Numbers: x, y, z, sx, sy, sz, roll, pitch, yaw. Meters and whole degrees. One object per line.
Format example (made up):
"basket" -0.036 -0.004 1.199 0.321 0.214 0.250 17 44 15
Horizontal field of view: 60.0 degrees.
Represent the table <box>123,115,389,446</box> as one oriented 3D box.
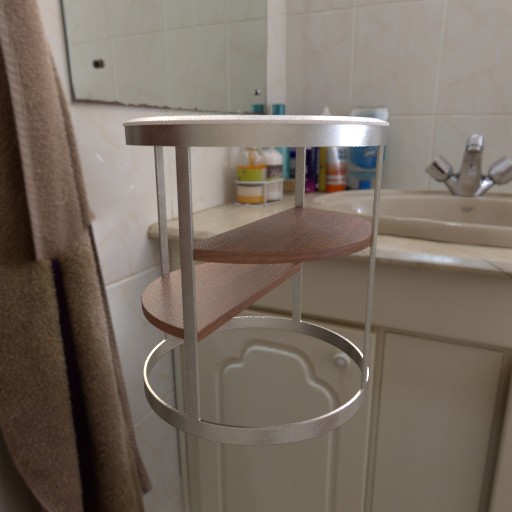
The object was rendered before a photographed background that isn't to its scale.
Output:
"table" 0.000 0.000 0.762 0.407 0.447 0.407 0 15 0
